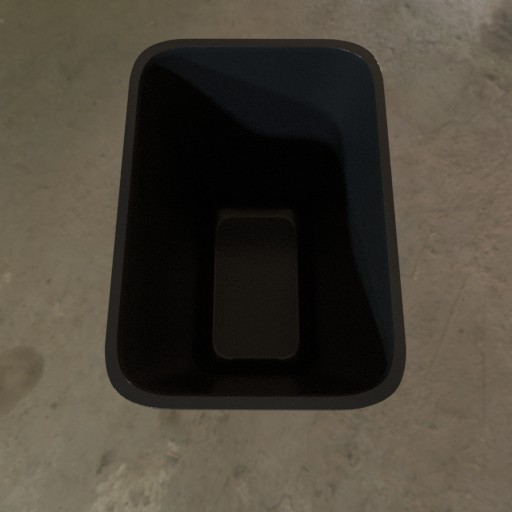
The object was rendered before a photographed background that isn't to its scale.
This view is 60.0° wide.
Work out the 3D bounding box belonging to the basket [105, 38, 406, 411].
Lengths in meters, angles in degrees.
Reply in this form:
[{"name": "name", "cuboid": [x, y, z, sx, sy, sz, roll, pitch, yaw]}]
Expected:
[{"name": "basket", "cuboid": [0.000, 0.000, 0.484, 0.211, 0.307, 0.300, 0, 75, 0]}]
